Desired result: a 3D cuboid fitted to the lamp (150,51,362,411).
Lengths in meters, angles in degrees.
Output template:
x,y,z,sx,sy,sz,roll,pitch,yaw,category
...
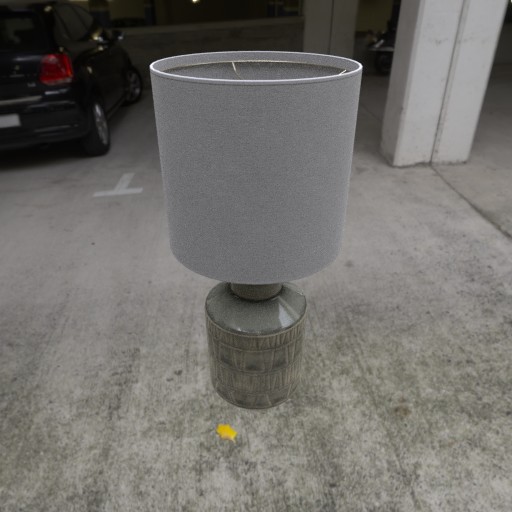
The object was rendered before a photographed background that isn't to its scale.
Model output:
x,y,z,sx,sy,sz,roll,pitch,yaw,category
0.000,0.000,0.565,0.211,0.455,0.211,-1,31,-2,lamp
